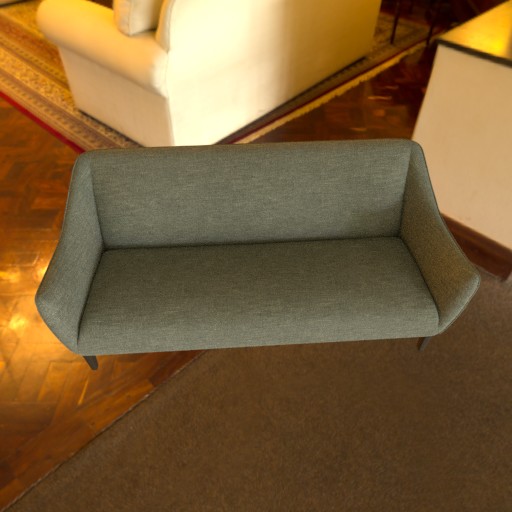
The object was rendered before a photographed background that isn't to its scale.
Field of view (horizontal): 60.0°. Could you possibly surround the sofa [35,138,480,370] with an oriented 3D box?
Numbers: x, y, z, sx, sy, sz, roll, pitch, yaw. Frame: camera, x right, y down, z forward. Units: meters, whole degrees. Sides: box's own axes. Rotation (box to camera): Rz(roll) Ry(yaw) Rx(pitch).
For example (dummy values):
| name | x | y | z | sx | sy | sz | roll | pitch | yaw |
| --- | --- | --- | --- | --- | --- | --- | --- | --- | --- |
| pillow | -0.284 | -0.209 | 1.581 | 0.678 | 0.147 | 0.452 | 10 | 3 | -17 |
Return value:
| name | x | y | z | sx | sy | sz | roll | pitch | yaw |
| --- | --- | --- | --- | --- | --- | --- | --- | --- | --- |
| sofa | 0.000 | 0.000 | 2.302 | 1.928 | 0.829 | 0.867 | -3 | 47 | -3 |
